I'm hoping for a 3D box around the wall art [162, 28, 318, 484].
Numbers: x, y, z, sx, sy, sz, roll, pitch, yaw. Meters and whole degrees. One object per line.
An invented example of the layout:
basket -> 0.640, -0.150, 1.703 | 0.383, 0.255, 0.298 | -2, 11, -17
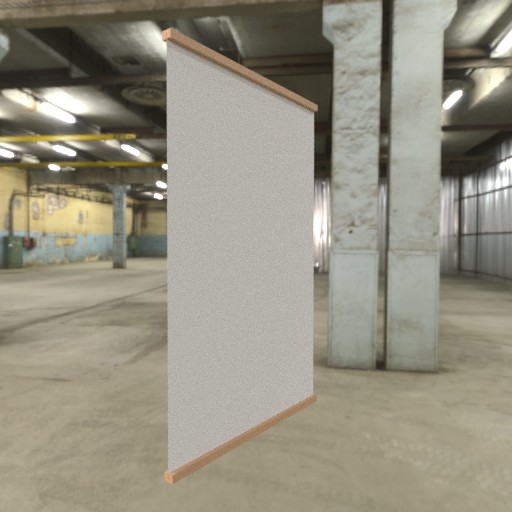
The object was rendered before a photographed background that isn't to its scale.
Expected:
wall art -> 0.000, 0.000, 0.759 | 0.016, 0.611, 0.401 | 1, 2, 37
